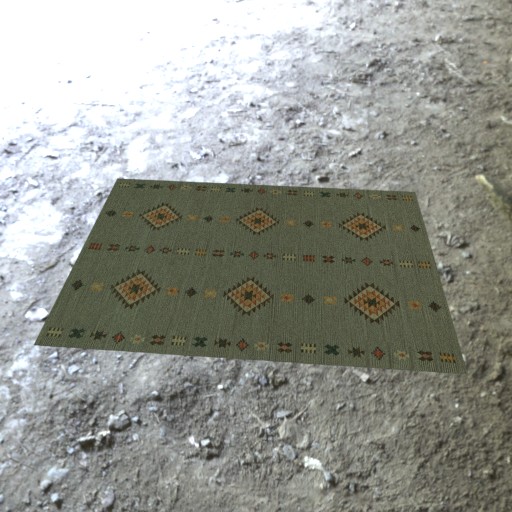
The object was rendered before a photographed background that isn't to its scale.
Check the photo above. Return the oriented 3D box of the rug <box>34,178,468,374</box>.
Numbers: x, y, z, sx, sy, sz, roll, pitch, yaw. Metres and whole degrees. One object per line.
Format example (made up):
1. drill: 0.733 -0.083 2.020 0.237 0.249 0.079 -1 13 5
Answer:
1. rug: 0.000 0.000 2.275 1.818 0.005 1.217 3 45 3
